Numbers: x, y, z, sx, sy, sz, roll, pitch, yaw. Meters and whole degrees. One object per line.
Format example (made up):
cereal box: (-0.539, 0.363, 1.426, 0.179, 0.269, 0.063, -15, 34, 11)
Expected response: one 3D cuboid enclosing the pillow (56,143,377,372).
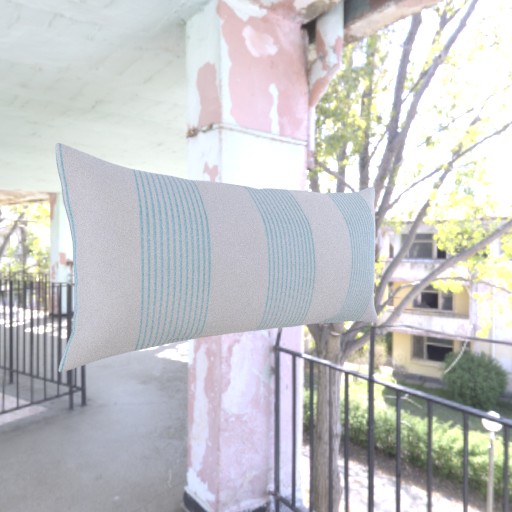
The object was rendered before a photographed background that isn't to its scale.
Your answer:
pillow: (0.000, 0.000, 0.730, 0.610, 0.287, 0.151, 0, 1, -36)
